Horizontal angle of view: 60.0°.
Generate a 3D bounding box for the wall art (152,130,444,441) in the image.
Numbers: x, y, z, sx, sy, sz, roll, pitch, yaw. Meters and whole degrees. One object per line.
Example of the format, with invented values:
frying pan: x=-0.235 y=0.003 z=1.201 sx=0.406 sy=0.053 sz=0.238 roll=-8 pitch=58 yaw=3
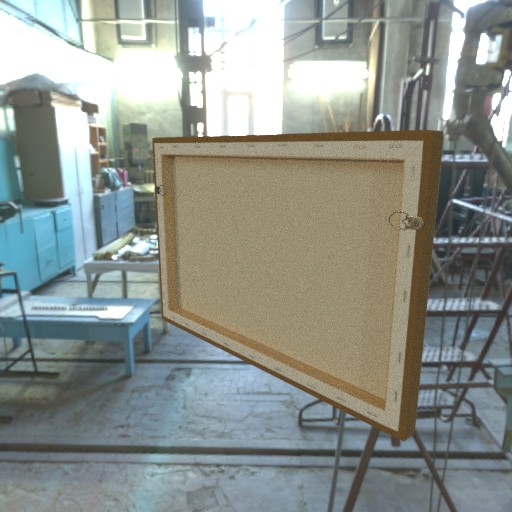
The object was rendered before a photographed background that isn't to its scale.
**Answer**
wall art: x=0.000 y=0.000 z=0.481 sx=0.019 sy=0.254 sz=0.380 roll=-13 pitch=19 yaw=-42
